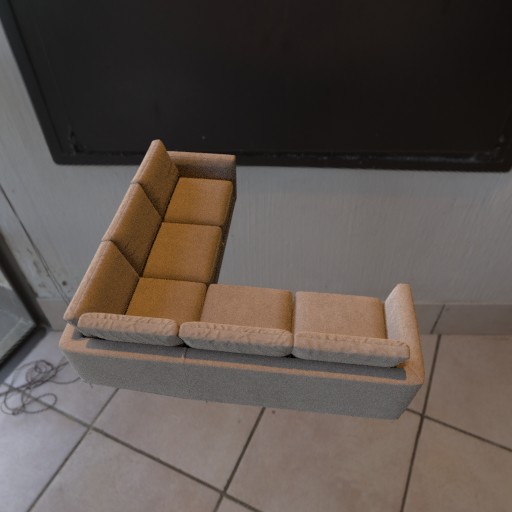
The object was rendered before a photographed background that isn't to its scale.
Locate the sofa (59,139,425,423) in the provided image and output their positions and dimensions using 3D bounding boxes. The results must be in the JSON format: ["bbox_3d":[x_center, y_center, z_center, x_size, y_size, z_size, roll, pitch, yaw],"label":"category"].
[{"bbox_3d":[0.000,0.000,3.830,2.438,0.864,2.438,5,46,4],"label":"sofa"}]
